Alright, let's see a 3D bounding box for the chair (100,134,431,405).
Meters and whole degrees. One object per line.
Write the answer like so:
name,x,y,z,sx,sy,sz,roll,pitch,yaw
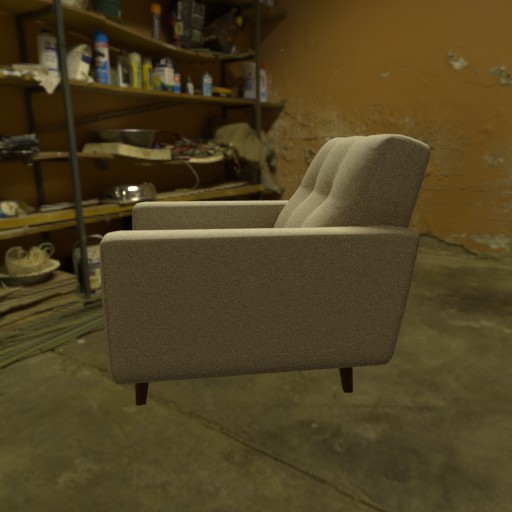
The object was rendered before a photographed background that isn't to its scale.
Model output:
chair,0.000,0.000,1.840,1.128,0.965,0.897,-2,14,-8
